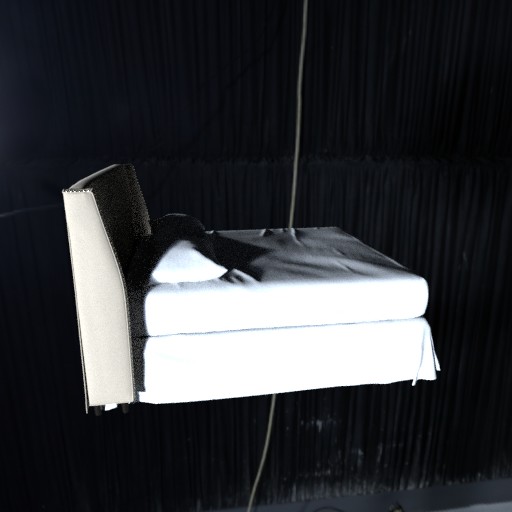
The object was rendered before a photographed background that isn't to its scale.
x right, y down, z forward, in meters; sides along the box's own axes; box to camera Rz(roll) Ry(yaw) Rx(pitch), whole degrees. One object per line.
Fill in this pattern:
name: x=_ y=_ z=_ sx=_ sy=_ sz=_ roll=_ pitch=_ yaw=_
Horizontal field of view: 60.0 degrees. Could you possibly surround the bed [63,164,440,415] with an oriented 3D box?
bed: x=0.000 y=0.000 z=3.436 sx=2.276 sy=1.332 sz=1.925 roll=-2 pitch=16 yaw=-9
